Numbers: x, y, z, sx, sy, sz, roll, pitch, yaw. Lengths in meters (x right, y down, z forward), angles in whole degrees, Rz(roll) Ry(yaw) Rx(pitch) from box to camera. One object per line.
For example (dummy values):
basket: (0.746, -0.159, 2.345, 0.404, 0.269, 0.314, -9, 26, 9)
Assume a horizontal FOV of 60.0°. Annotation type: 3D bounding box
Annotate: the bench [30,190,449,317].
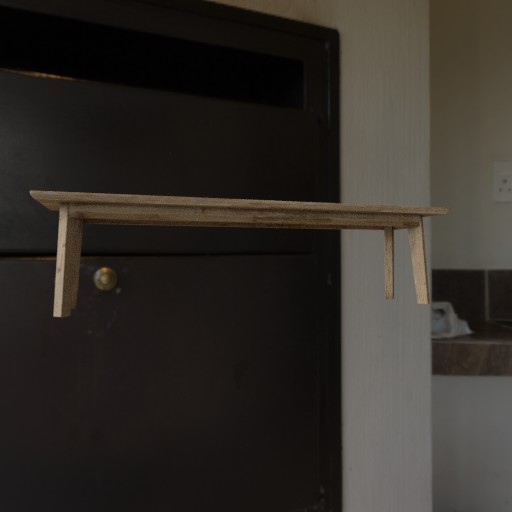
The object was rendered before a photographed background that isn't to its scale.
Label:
bench: (0.000, 0.000, 1.910, 1.698, 0.431, 0.378, 0, 0, -17)
